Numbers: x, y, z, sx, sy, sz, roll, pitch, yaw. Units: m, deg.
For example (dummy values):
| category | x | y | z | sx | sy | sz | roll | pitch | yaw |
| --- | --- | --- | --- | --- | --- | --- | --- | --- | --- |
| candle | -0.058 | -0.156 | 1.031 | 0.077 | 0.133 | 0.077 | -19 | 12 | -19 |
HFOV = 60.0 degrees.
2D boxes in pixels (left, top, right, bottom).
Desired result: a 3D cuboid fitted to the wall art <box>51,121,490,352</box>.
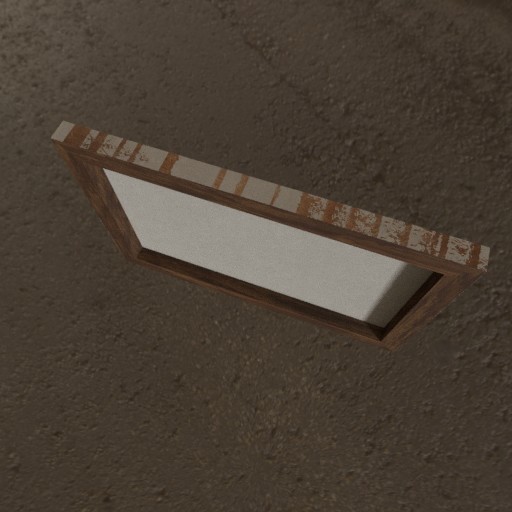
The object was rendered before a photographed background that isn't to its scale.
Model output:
| category | x | y | z | sx | sy | sz | roll | pitch | yaw |
| --- | --- | --- | --- | --- | --- | --- | --- | --- | --- |
| wall art | 0.000 | 0.000 | 0.773 | 0.609 | 0.405 | 0.035 | 18 | 65 | 9 |
